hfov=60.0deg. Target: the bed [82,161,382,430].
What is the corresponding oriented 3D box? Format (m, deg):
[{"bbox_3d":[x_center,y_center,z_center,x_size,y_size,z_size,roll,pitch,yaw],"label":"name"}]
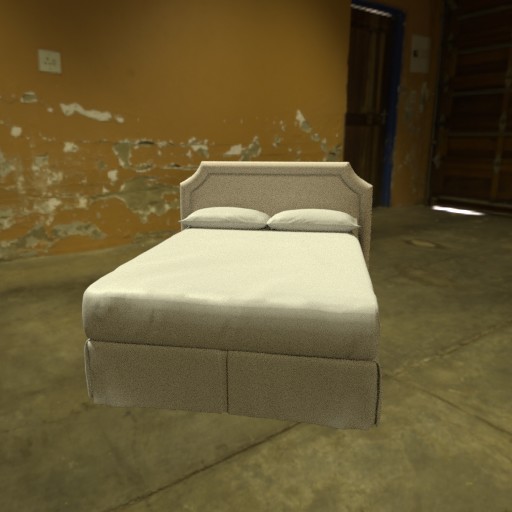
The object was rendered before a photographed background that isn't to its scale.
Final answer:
[{"bbox_3d":[0.000,0.000,3.284,1.828,1.297,2.164,2,14,9],"label":"bed"}]
